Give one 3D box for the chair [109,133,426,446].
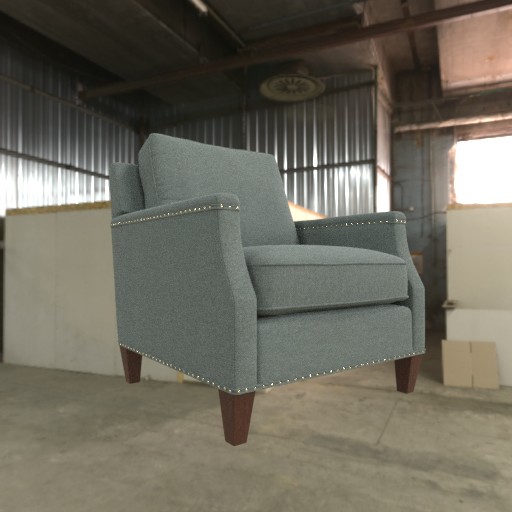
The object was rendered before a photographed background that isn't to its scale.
[{"bbox_3d":[0.000,0.000,1.797,0.885,1.031,1.031,0,-1,-37],"label":"chair"}]
